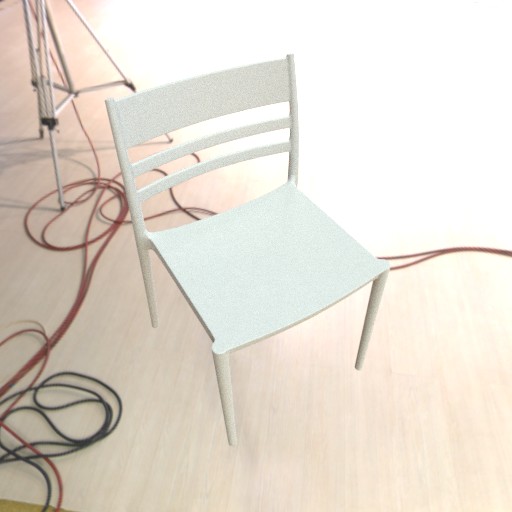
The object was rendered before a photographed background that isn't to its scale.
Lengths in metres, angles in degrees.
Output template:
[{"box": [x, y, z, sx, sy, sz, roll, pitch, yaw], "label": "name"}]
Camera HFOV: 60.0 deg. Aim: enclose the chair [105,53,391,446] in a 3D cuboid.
[{"box": [0.000, 0.000, 1.152, 0.531, 0.800, 0.511, -23, 50, -21], "label": "chair"}]
